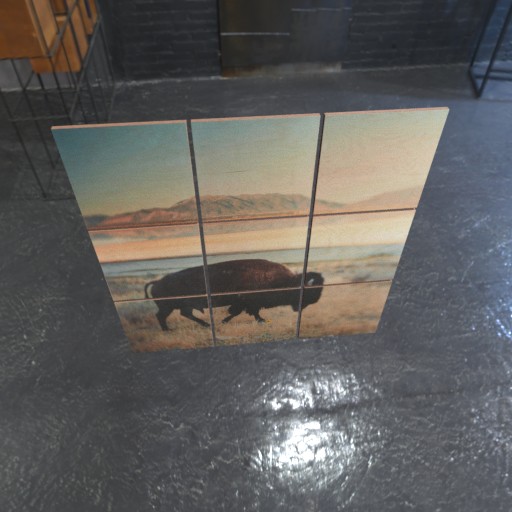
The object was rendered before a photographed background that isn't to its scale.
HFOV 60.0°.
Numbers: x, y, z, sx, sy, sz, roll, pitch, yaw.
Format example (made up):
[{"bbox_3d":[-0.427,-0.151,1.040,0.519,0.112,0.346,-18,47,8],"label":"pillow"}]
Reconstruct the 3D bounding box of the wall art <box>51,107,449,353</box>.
[{"bbox_3d":[0.000,0.000,1.332,0.906,0.904,0.018,-4,46,-4],"label":"wall art"}]
